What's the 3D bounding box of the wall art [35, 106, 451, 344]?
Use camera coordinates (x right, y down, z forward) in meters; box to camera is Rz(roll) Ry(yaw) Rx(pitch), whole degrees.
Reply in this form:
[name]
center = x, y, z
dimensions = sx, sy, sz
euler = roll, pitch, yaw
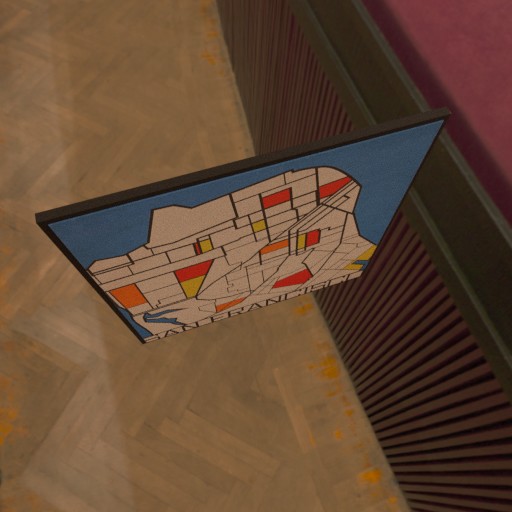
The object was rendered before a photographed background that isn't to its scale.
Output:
[wall art]
center = 0.000, 0.000, 0.674
dimensions = 0.458, 0.457, 0.013
euler = -16, 65, -8
